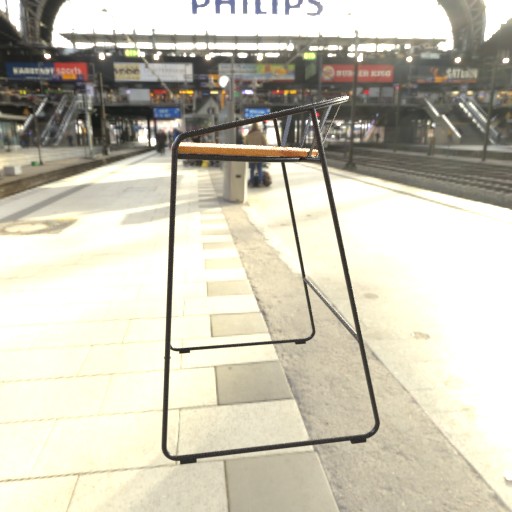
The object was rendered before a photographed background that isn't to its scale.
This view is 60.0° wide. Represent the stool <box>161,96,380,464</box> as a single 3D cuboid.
[{"bbox_3d":[0.000,0.000,1.191,0.521,0.812,0.546,-3,16,-9],"label":"stool"}]
